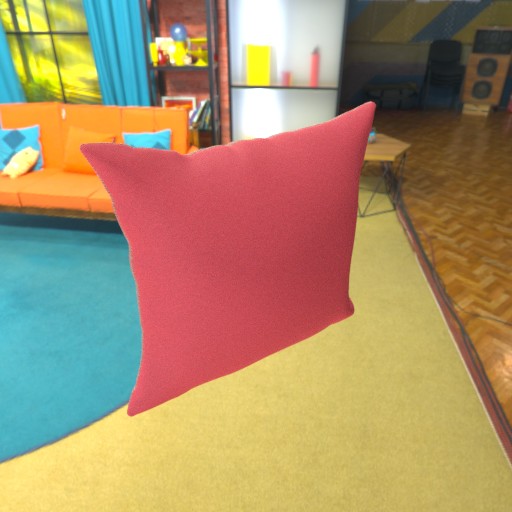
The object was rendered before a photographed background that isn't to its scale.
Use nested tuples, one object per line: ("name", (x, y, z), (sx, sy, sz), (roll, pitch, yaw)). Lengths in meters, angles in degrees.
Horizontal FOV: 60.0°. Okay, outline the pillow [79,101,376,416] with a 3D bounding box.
("pillow", (0.000, 0.000, 0.814), (0.559, 0.501, 0.229), (-19, 35, -29))
